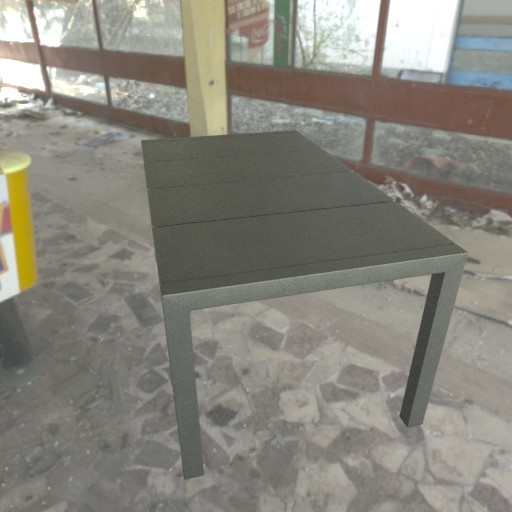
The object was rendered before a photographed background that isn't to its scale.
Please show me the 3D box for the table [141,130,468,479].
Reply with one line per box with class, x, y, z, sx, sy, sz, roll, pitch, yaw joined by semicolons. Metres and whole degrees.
table;0.000;0.000;1.272;0.559;0.460;0.965;-7;30;-13
